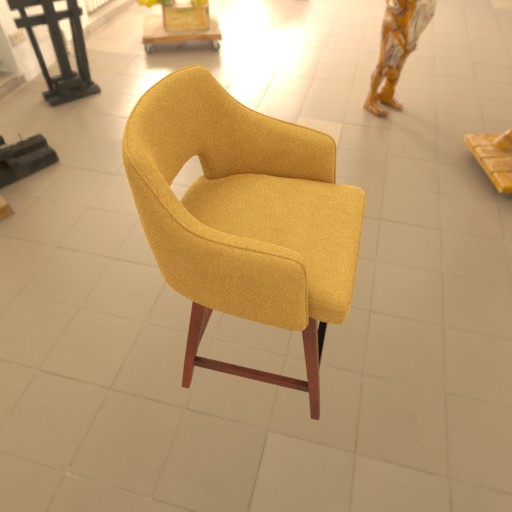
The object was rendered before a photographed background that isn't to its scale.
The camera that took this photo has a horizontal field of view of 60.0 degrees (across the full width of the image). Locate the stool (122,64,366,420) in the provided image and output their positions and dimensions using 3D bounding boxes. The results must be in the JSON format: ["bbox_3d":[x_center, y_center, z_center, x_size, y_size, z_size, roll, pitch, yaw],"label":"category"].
[{"bbox_3d":[0.000,0.000,1.289,0.558,0.924,0.548,11,47,10],"label":"stool"}]
